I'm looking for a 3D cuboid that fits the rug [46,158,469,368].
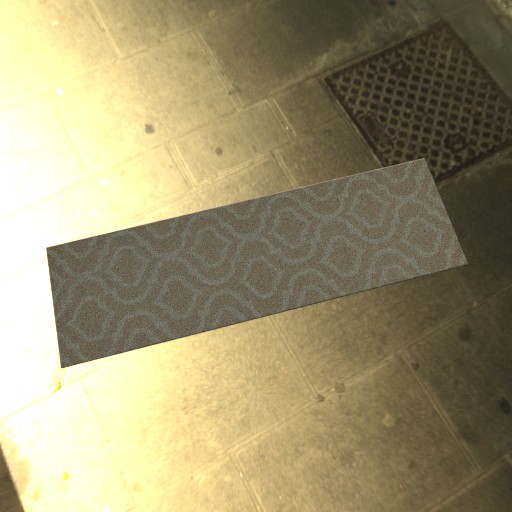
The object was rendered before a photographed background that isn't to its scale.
[{"bbox_3d":[0.000,0.000,2.503,2.289,0.013,0.691,-14,74,-4],"label":"rug"}]
